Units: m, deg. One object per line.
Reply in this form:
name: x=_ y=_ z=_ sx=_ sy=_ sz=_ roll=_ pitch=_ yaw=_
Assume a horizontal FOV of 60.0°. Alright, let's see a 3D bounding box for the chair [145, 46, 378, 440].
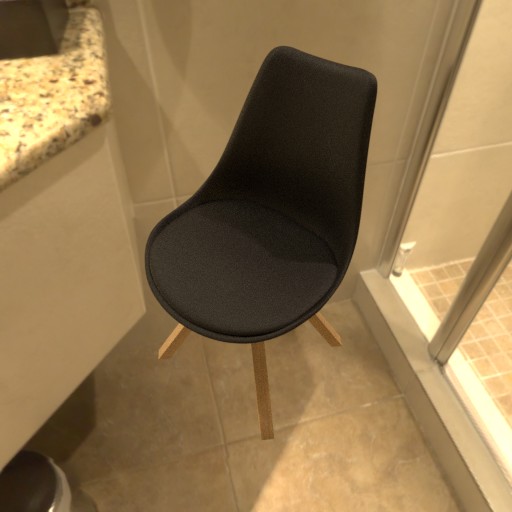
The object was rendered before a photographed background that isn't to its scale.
chair: x=0.000 y=0.000 z=1.151 sx=0.485 sy=0.850 sz=0.549 roll=30 pitch=54 yaw=25
